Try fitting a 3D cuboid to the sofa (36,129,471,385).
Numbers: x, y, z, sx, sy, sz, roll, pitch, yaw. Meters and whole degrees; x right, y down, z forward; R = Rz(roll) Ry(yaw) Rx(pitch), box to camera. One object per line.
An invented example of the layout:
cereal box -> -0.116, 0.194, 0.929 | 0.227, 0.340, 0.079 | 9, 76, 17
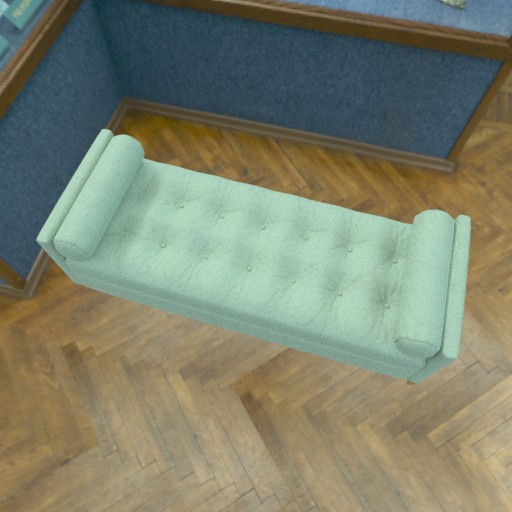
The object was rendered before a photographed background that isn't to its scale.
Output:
sofa -> 0.000, 0.000, 2.498 | 2.102, 0.705, 0.796 | 15, 64, 7
